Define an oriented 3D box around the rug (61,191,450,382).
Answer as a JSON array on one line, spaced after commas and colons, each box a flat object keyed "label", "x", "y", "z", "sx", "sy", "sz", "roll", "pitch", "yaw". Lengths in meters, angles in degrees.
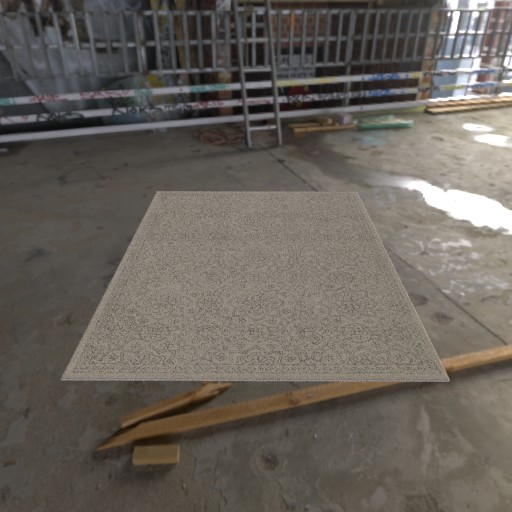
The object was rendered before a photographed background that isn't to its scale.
[{"label": "rug", "x": 0.000, "y": 0.000, "z": 4.083, "sx": 2.441, "sy": 0.015, "sz": 3.050, "roll": 0, "pitch": 31, "yaw": 0}]
